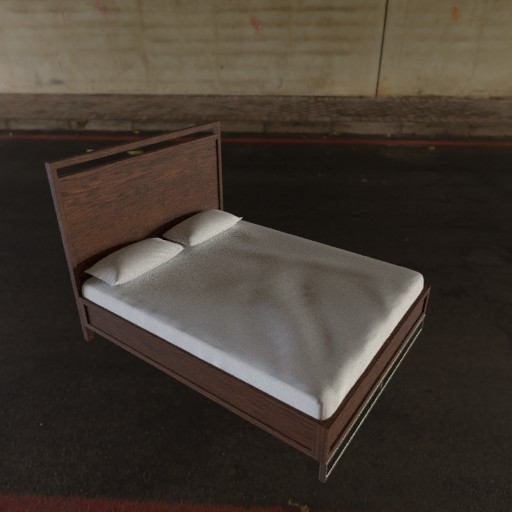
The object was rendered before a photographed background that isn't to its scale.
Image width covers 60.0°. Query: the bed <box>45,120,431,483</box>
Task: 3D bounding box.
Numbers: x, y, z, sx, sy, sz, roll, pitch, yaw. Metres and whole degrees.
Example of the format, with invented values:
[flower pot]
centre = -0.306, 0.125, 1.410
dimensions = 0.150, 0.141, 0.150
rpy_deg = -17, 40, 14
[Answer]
[bed]
centre = 0.000, 0.000, 3.372
dimensions = 2.218, 1.487, 1.765
rpy_deg = 19, 33, 31
